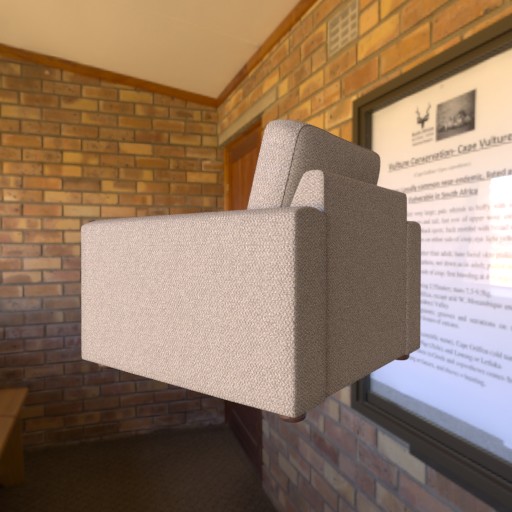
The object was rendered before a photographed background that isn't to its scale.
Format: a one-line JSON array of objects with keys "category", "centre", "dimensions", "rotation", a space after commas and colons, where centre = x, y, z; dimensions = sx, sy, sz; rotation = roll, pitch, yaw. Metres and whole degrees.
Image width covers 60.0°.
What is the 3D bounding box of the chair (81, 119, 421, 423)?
[{"category": "chair", "centre": [0.000, 0.000, 1.803], "dimensions": [1.016, 0.873, 1.005], "rotation": [1, 1, 38]}]
